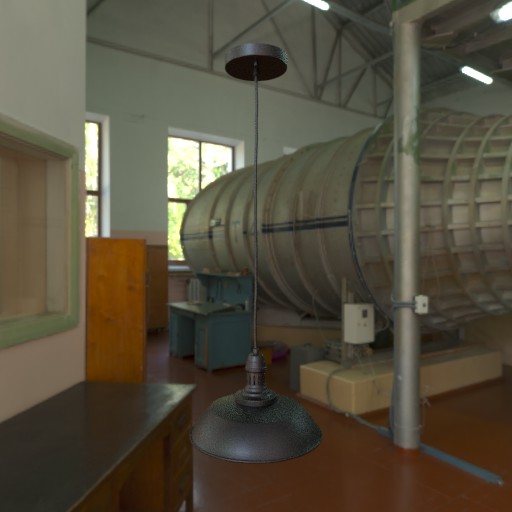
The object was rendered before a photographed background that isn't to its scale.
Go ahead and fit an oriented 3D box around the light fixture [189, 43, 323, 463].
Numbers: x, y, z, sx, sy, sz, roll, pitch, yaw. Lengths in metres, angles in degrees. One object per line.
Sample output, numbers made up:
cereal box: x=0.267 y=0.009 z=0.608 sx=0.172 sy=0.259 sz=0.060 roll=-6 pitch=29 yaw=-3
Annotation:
light fixture: x=0.000 y=0.000 z=1.112 sx=0.331 sy=0.993 sz=0.331 roll=0 pitch=0 yaw=0
